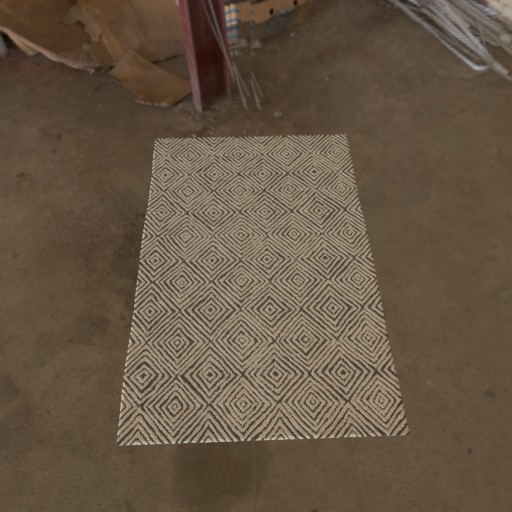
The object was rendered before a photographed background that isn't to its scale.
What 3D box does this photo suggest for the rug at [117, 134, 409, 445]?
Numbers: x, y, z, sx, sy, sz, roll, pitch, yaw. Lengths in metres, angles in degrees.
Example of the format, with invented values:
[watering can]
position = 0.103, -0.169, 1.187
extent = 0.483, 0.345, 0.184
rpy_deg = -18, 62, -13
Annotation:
[rug]
position = 0.000, 0.000, 2.243
extent = 1.177, 0.004, 1.750
rpy_deg = -2, 57, -1
